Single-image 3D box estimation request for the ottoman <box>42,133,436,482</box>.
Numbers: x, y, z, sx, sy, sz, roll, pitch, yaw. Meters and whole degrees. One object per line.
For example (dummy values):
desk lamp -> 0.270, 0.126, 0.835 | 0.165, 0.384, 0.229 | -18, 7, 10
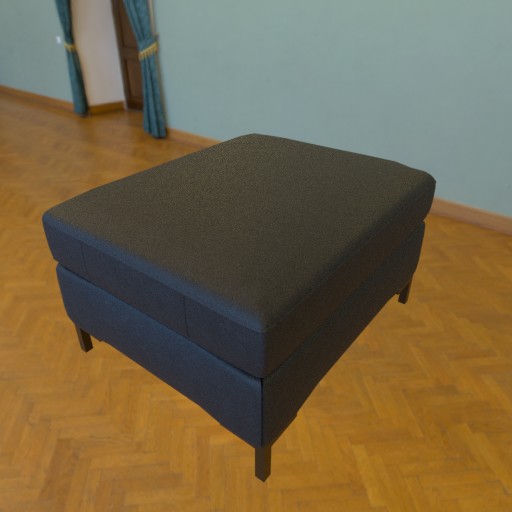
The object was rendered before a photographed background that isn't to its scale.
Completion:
ottoman -> 0.000, 0.000, 1.774 | 0.967, 0.696, 1.187 | 22, 38, 31
